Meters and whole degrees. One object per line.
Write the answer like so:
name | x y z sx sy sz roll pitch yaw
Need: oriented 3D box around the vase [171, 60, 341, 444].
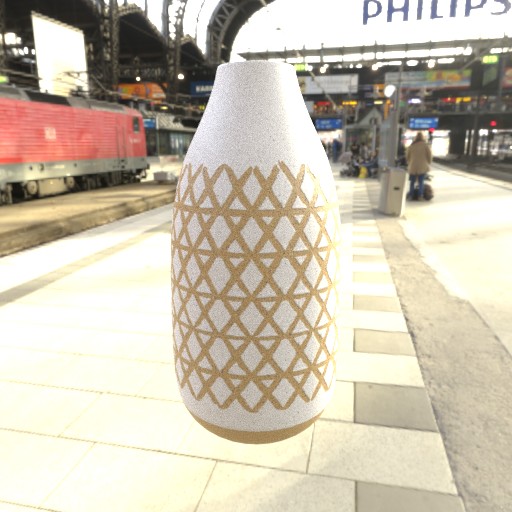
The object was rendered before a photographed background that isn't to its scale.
vase | 0.000 0.000 0.479 0.186 0.380 0.186 0 14 0
